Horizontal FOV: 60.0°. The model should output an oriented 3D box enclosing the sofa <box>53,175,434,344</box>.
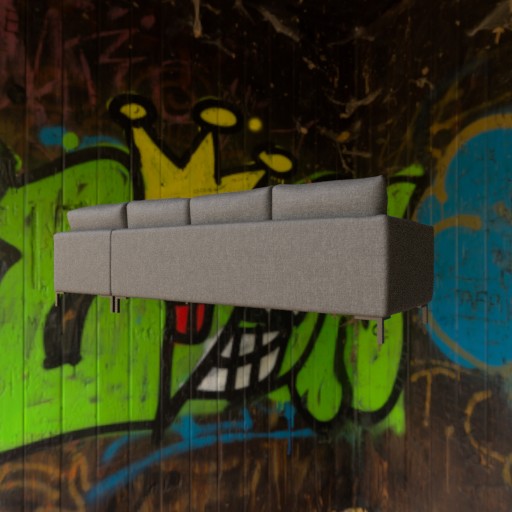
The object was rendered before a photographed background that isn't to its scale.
[{"bbox_3d":[0.000,0.000,3.767,2.972,0.858,1.984,0,0,35],"label":"sofa"}]
